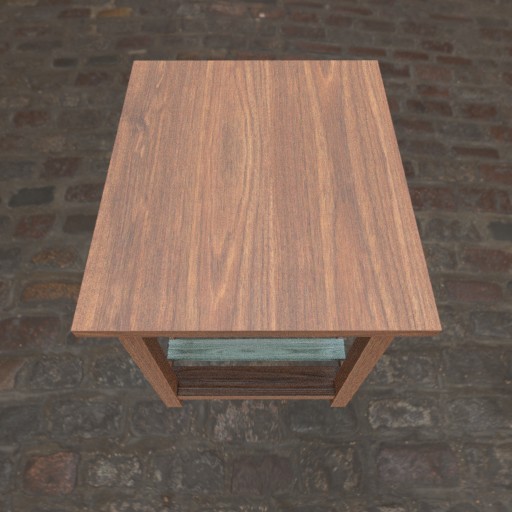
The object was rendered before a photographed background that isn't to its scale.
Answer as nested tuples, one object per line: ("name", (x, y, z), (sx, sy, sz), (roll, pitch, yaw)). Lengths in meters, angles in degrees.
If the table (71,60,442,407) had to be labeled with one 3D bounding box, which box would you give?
("table", (0.000, 0.000, 1.111), (0.559, 0.635, 0.660), (0, 58, 0))
